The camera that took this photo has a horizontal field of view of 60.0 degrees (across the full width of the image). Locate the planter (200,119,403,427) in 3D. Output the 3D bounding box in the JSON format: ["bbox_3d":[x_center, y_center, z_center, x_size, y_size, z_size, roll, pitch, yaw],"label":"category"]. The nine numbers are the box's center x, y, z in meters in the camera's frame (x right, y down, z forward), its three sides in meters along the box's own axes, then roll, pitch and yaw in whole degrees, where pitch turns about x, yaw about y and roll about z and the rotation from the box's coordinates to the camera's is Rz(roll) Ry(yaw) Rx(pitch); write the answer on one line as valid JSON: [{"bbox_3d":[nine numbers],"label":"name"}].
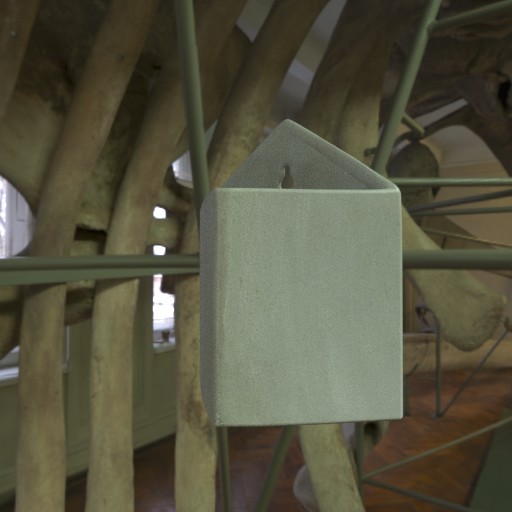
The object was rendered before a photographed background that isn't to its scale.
[{"bbox_3d":[0.000,0.000,0.283,0.163,0.194,0.080,-1,-1,36],"label":"planter"}]
